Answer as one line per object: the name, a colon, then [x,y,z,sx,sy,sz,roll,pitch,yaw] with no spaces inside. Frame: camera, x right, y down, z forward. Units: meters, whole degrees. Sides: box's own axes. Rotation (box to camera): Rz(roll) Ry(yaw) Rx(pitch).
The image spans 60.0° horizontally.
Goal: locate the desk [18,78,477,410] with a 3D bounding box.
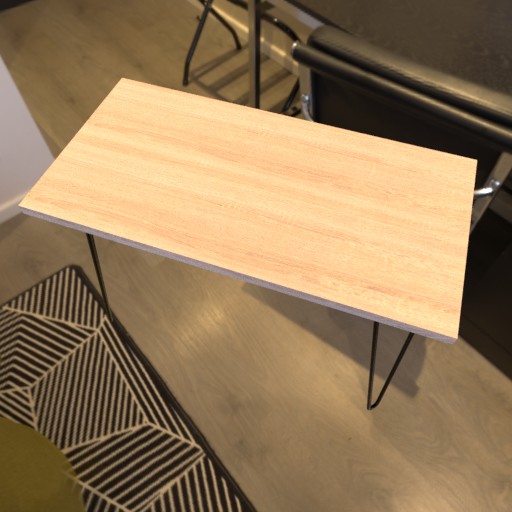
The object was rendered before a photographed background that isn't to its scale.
desk: [0.000,0.000,1.341,0.991,0.660,0.499,16,59,10]
